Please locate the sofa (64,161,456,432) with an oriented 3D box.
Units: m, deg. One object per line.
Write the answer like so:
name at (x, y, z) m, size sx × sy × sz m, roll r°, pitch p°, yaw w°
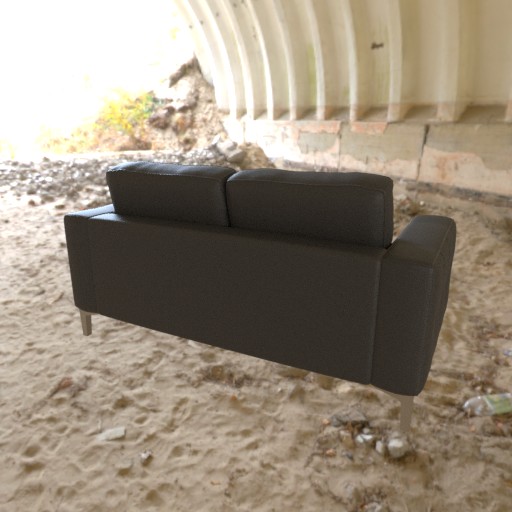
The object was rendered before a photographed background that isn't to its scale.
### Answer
sofa at (0.000, 0.000, 2.160) m, size 1.726 × 0.893 × 0.833 m, roll 9°, pitch 19°, yaw 26°
